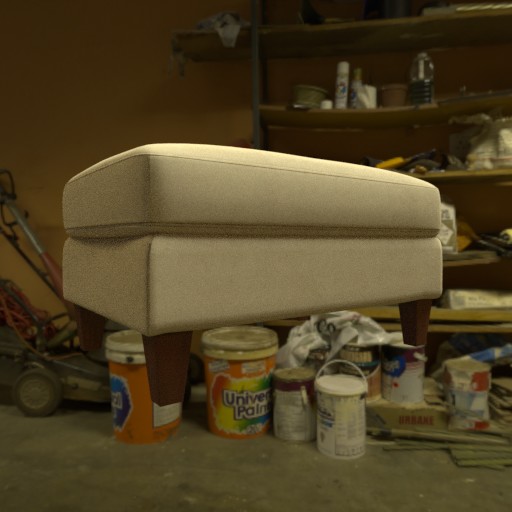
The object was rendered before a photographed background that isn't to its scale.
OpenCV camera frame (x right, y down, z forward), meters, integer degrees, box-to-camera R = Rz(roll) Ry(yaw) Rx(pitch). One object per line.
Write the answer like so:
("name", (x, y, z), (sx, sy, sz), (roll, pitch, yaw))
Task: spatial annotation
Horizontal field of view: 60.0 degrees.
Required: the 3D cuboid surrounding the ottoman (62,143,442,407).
("ottoman", (0.000, 0.000, 1.174), (0.864, 0.483, 0.584), (-1, 2, -36))
